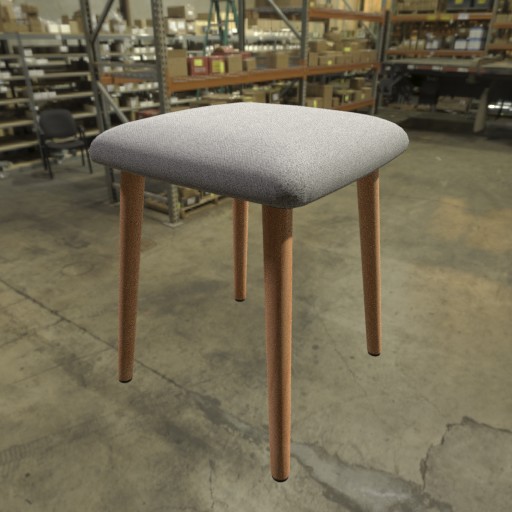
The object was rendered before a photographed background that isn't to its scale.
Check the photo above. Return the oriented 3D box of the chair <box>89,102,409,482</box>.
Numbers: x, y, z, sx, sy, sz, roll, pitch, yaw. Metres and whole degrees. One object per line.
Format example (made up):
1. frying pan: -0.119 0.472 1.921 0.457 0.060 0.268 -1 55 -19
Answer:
1. chair: 0.000 0.000 0.704 0.350 0.440 0.350 18 32 32
